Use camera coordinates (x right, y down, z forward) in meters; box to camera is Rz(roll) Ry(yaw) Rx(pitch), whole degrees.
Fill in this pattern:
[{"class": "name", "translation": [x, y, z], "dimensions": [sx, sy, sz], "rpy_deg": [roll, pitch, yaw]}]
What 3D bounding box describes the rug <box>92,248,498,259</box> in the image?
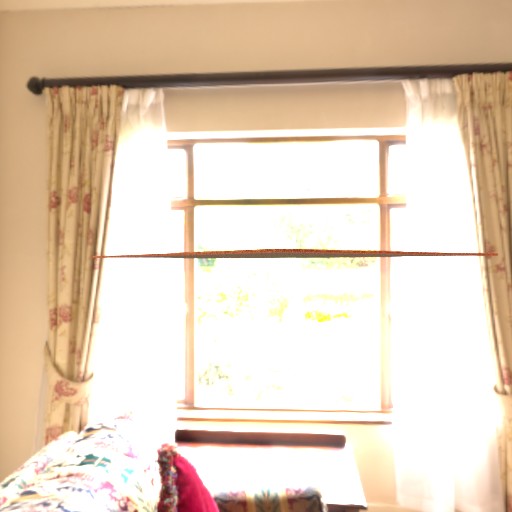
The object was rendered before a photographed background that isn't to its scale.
[{"class": "rug", "translation": [0.000, 0.000, 2.979], "dimensions": [1.524, 0.015, 2.438], "rpy_deg": [1, -1, -35]}]
